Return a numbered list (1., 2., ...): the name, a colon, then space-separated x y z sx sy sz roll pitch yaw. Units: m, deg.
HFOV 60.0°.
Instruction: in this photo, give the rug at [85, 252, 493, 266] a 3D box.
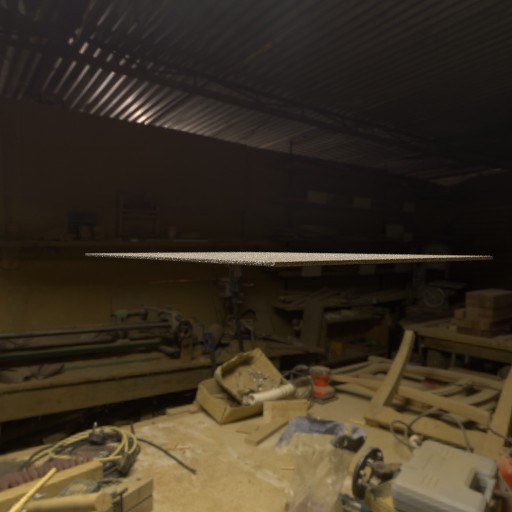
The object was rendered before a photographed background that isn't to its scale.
1. rug: 0.000 0.000 2.887 1.532 0.018 2.297 -1 1 -36
